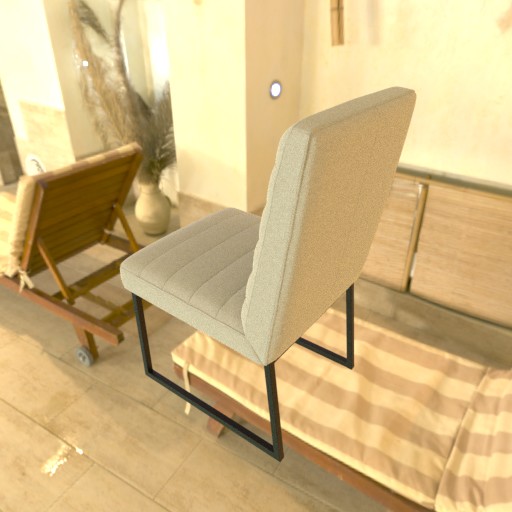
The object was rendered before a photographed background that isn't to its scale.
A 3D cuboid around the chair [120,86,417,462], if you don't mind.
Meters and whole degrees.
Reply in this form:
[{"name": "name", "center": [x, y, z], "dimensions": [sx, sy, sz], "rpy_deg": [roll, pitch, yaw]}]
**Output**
[{"name": "chair", "center": [0.000, 0.000, 1.287], "dimensions": [0.634, 0.930, 0.520], "rpy_deg": [20, 36, 31]}]
